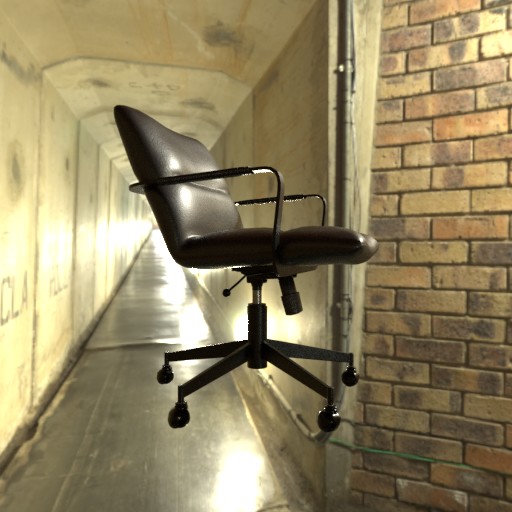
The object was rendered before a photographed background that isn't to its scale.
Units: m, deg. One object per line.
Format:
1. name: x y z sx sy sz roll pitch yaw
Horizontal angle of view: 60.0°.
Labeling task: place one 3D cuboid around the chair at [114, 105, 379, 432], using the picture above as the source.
1. chair: 0.000 0.000 1.458 0.748 0.922 0.719 0 1 19
